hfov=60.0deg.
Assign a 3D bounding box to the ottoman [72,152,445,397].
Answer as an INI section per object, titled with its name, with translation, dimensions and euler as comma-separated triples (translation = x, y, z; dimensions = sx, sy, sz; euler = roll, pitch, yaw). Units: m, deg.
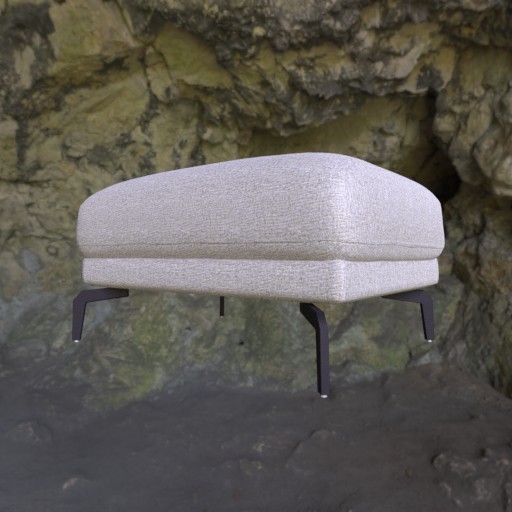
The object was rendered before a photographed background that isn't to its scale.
[ottoman]
translation = 0.000, 0.000, 1.090
dimensions = 0.772, 0.420, 0.568
euler = 0, 0, 38
